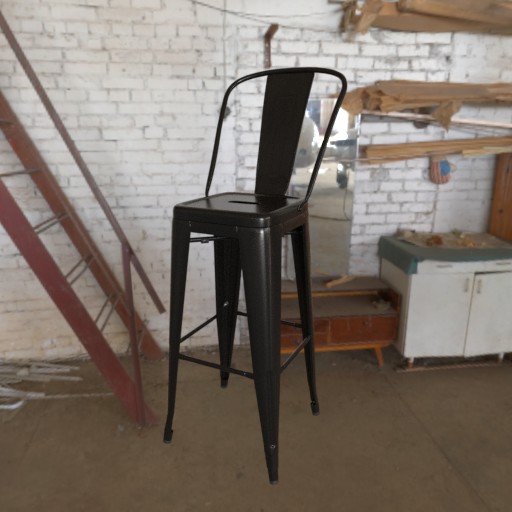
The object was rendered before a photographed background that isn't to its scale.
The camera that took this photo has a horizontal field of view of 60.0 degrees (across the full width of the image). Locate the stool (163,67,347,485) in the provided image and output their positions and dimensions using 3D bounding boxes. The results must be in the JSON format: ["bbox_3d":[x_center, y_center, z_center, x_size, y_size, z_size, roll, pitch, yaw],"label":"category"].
[{"bbox_3d":[0.000,0.000,1.323,0.399,1.096,0.513,8,18,26],"label":"stool"}]
